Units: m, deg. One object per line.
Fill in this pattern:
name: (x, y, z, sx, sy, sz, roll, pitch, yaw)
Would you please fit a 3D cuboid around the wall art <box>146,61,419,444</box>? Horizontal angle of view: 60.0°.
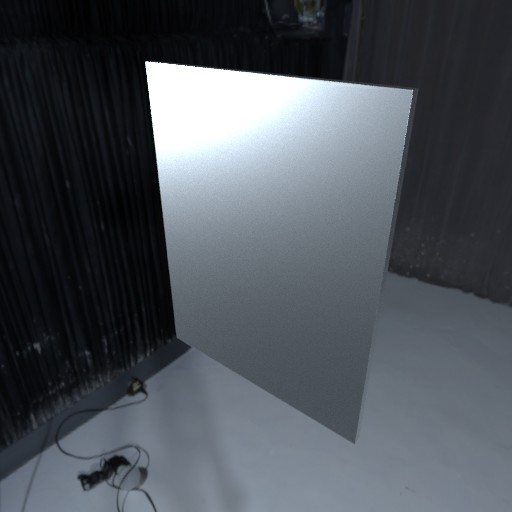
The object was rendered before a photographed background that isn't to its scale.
wall art: (0.000, 0.000, 1.359, 0.816, 1.046, 0.030, 22, 36, 33)
